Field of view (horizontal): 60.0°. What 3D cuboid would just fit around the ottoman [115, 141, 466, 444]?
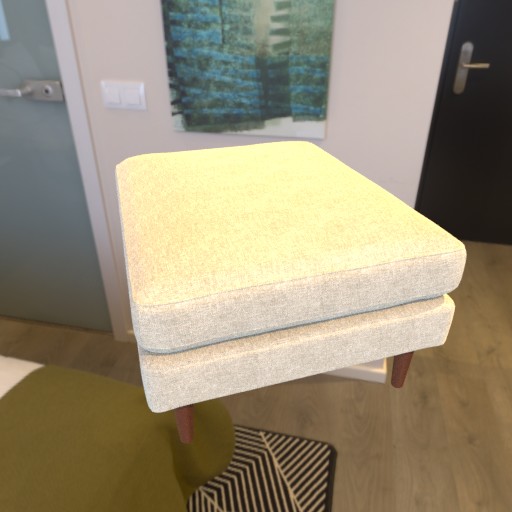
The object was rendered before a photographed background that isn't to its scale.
[{"bbox_3d":[0.000,0.000,1.244,0.693,0.474,0.821,-9,31,-15],"label":"ottoman"}]
